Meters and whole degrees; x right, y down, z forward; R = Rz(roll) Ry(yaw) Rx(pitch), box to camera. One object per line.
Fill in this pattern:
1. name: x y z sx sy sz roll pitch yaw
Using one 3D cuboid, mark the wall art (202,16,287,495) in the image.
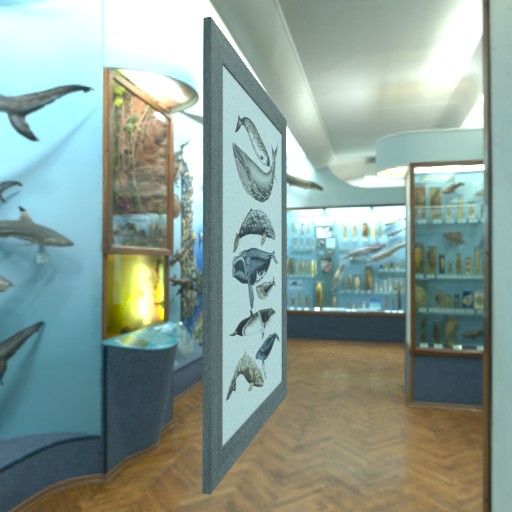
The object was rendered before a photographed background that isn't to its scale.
1. wall art: 0.000 0.000 1.362 0.020 1.070 0.768 0 -1 17
